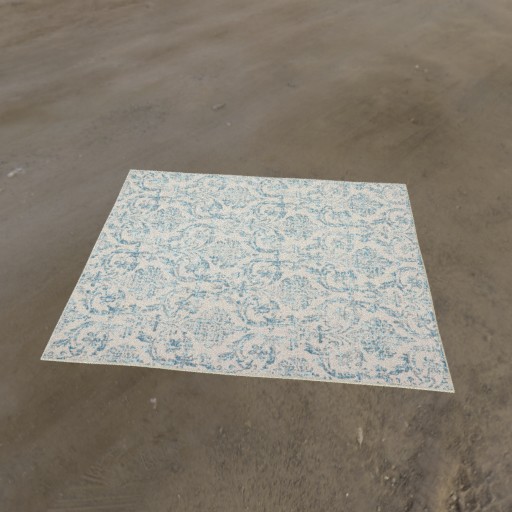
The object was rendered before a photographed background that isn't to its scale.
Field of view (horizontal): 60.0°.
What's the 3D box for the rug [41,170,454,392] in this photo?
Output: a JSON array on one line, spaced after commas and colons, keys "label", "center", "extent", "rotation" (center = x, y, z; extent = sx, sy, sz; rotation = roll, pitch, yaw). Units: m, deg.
[{"label": "rug", "center": [0.000, 0.000, 3.980], "extent": [2.980, 0.012, 2.363], "rotation": [4, 47, 3]}]
